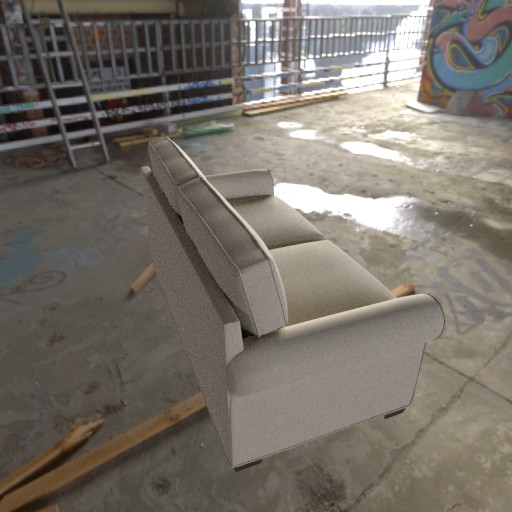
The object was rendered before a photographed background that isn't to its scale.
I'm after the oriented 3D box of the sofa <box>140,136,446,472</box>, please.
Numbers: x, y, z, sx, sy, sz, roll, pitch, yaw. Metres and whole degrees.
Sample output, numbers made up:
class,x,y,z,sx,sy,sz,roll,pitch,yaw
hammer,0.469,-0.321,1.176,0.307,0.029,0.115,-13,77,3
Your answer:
class,x,y,z,sx,sy,sz,roll,pitch,yaw
sofa,0.000,0.000,2.270,0.861,0.933,1.774,-11,31,-19
